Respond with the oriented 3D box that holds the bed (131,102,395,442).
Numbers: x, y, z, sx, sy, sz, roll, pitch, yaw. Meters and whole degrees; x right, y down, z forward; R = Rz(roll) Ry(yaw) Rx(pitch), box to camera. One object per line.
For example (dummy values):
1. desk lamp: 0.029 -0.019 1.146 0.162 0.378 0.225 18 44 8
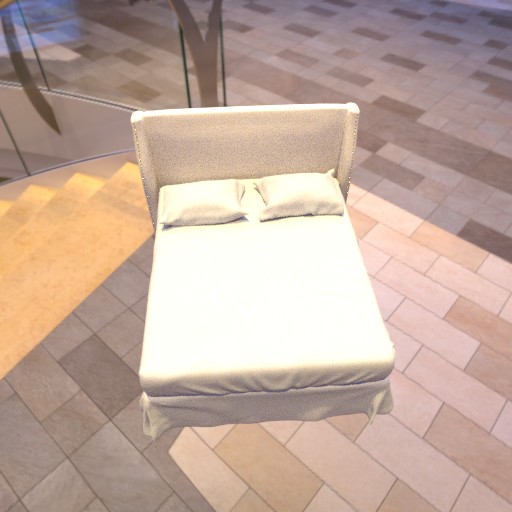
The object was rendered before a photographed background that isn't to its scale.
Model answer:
1. bed: 0.000 0.000 3.463 1.925 1.332 2.276 -3 47 -3
